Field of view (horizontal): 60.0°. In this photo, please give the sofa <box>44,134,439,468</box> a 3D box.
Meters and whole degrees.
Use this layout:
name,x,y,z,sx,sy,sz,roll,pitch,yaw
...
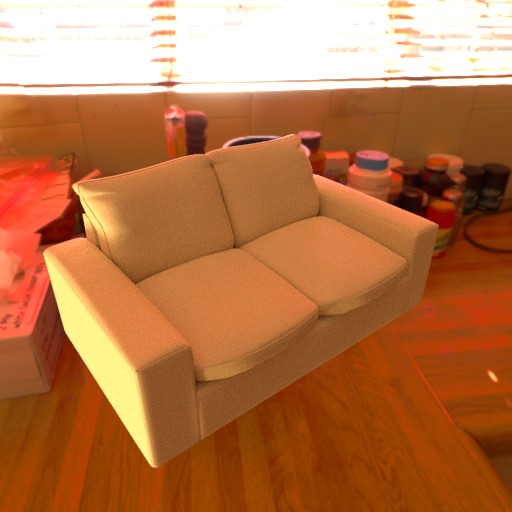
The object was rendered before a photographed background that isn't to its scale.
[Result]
name,x,y,z,sx,sy,sz,roll,pitch,yaw
sofa,0.000,0.000,2.272,1.754,0.875,1.091,-22,37,-32
